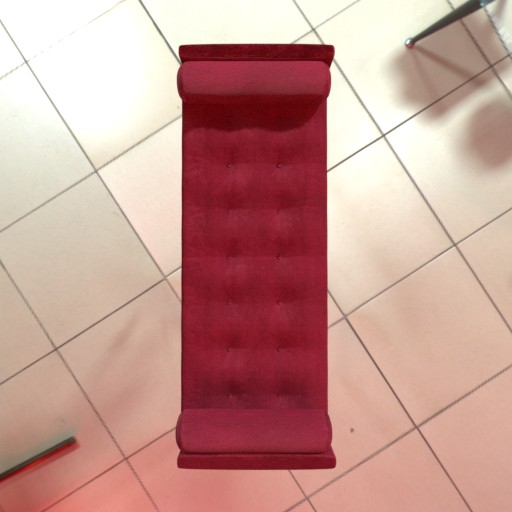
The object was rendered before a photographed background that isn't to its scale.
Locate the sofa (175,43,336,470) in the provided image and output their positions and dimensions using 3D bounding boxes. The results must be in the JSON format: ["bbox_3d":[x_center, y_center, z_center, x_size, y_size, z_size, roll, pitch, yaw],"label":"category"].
[{"bbox_3d":[0.000,0.000,2.455,0.796,0.705,2.102,0,89,0],"label":"sofa"}]
